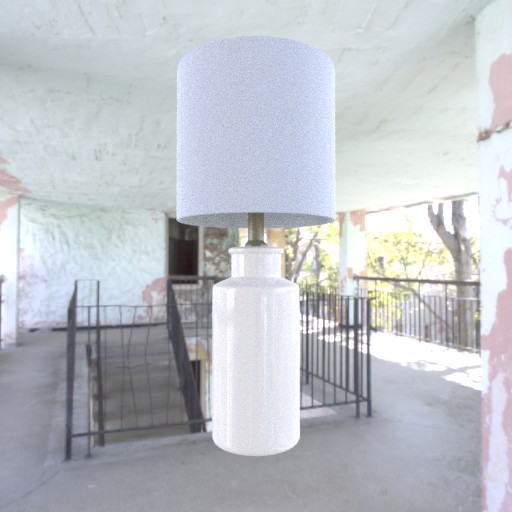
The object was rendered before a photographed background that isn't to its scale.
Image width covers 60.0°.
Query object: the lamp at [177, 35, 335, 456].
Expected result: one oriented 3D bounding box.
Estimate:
[{"bbox_3d":[0.000,0.000,0.599,0.212,0.493,0.212,0,-1,0],"label":"lamp"}]
